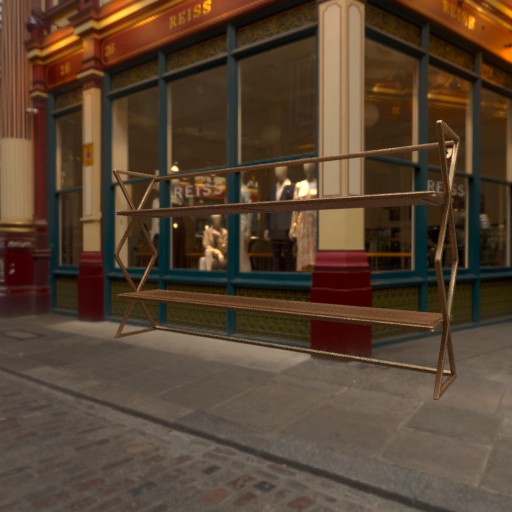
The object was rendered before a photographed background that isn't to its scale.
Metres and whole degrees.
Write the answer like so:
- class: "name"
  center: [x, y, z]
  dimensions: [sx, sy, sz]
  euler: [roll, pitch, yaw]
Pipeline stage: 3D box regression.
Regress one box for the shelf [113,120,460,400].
- class: "shelf"
  center: [0.000, 0.000, 1.005]
  dimensions: [0.822, 0.450, 0.150]
  euler: [1, 2, 35]
